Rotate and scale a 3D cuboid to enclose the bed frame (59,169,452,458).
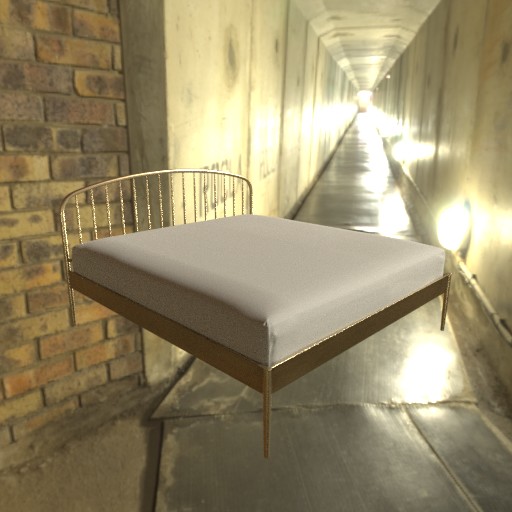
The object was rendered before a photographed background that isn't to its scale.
[{"bbox_3d":[0.000,0.000,3.339,2.152,1.174,2.016,15,21,43],"label":"bed frame"}]
